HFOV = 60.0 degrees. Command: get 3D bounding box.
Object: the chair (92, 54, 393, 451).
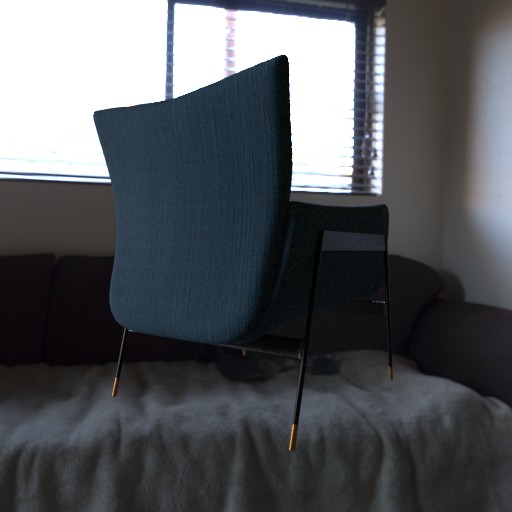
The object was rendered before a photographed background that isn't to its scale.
[{"bbox_3d":[0.000,0.000,1.411,0.678,0.859,0.769,0,1,35],"label":"chair"}]
